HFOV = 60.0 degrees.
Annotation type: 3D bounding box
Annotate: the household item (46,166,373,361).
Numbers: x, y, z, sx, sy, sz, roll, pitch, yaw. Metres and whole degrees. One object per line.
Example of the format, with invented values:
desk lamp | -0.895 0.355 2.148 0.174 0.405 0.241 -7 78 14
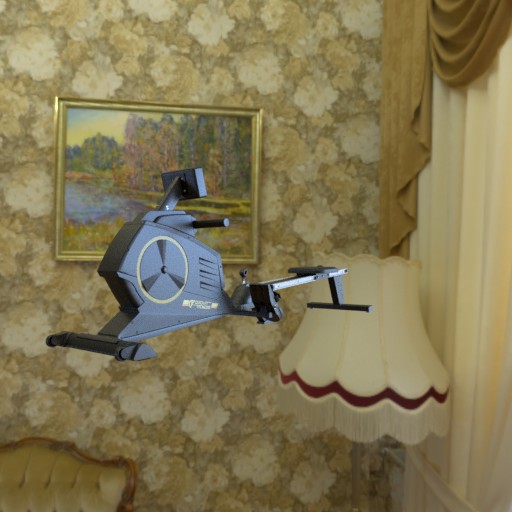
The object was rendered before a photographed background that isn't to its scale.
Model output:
household item | 0.000 0.000 2.573 0.521 0.810 2.251 -1 -1 36
